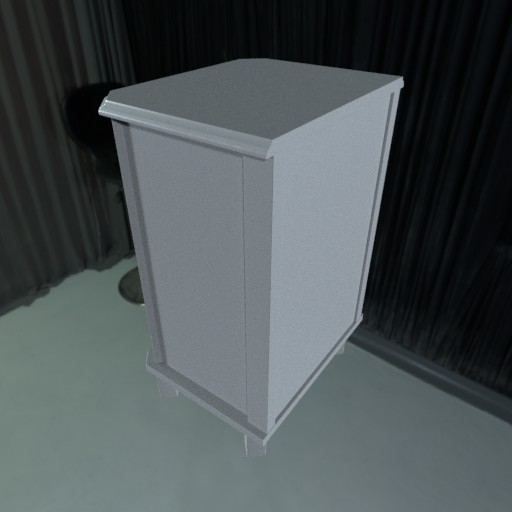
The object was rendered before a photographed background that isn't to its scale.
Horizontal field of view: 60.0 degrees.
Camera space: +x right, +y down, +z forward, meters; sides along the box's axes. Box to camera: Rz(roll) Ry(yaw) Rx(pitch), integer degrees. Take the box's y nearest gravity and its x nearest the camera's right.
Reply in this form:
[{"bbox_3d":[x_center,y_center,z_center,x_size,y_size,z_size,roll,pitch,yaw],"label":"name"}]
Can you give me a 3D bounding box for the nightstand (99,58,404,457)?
[{"bbox_3d":[0.000,0.000,0.923,0.348,0.680,0.435,22,40,29],"label":"nightstand"}]
